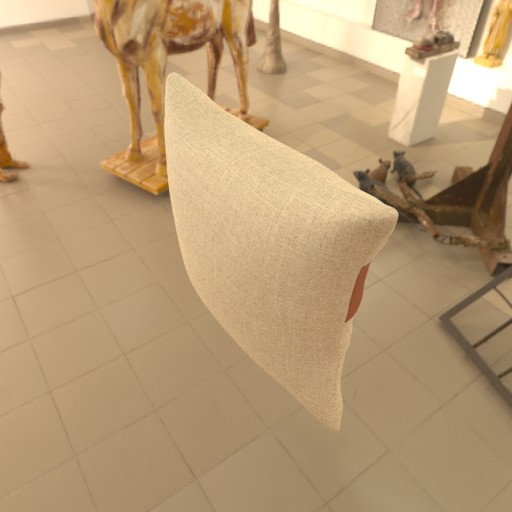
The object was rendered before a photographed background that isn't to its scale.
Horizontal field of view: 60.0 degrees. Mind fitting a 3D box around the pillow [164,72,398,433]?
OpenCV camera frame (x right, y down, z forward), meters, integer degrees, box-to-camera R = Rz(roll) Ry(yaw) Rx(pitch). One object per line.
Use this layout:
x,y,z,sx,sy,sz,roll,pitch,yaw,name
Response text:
0.000,0.000,0.634,0.173,0.399,0.414,-25,48,-26,pillow
